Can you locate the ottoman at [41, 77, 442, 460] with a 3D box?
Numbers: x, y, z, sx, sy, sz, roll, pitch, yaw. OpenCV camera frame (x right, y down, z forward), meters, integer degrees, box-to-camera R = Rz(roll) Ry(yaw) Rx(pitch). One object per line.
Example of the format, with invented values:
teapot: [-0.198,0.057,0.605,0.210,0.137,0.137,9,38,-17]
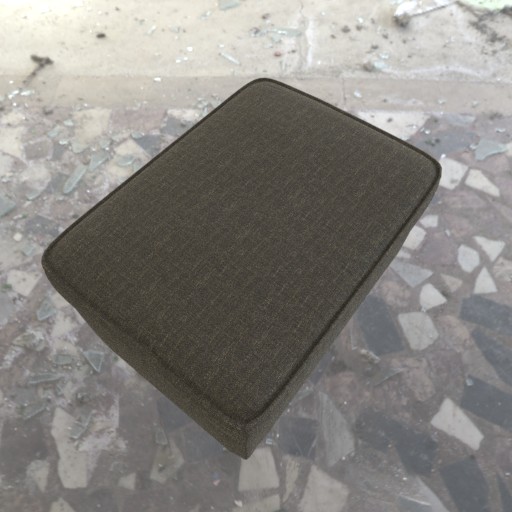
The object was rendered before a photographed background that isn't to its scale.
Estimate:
ottoman: [0.000,0.000,1.077,0.549,0.450,0.749,33,64,19]
